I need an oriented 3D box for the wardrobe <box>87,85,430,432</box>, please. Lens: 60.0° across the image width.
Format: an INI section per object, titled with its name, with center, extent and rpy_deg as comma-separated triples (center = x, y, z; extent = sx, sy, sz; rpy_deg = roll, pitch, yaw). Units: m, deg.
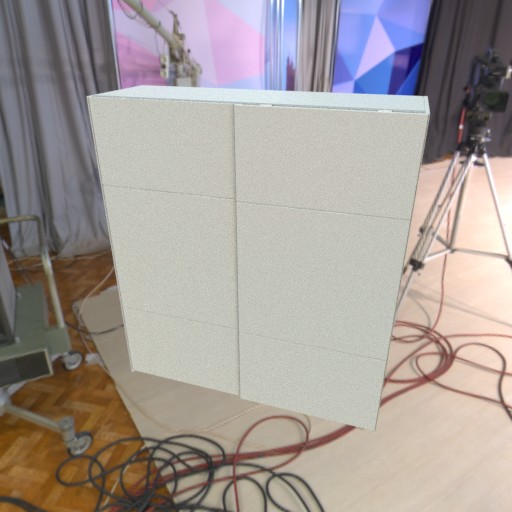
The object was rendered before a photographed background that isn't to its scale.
[wardrobe]
center = 0.000, 0.000, 2.859
extent = 1.780, 1.960, 0.629
rpy_deg = 8, 28, 16
